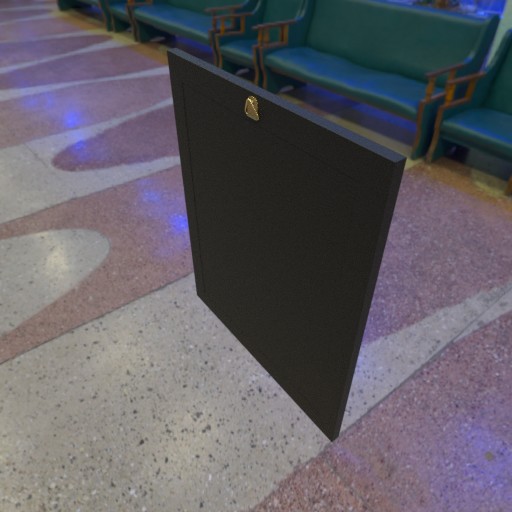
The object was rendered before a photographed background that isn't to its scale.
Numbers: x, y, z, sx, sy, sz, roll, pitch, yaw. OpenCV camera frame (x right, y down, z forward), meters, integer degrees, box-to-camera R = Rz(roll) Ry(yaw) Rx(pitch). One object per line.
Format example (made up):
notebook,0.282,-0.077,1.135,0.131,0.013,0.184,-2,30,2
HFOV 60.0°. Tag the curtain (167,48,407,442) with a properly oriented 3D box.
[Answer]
curtain,0.000,0.000,0.789,0.027,0.585,0.483,-26,47,-27
